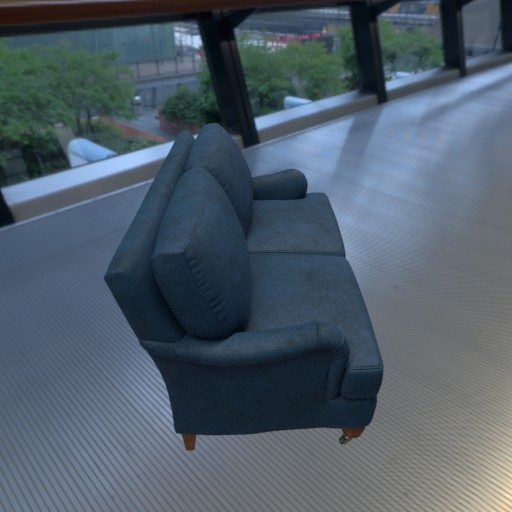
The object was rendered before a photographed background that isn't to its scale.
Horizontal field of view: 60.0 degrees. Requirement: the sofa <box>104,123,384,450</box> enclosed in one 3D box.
[{"bbox_3d":[0.000,0.000,2.544,1.084,1.101,1.853,0,31,0],"label":"sofa"}]
